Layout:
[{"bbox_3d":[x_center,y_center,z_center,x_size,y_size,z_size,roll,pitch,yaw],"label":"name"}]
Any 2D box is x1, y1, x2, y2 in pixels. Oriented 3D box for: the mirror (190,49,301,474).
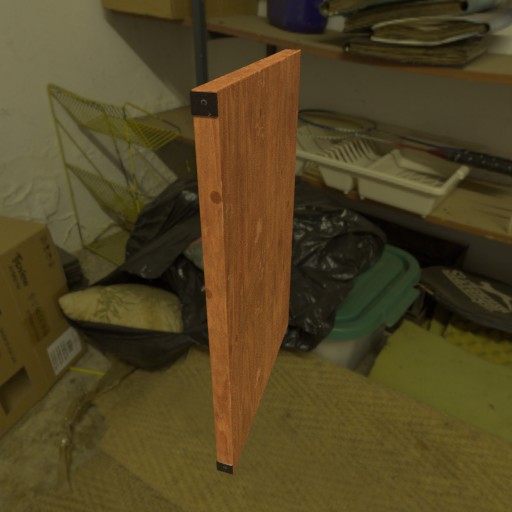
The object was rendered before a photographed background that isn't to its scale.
[{"bbox_3d":[0.000,0.000,0.951,0.053,0.761,0.517,8,31,14],"label":"mirror"}]
